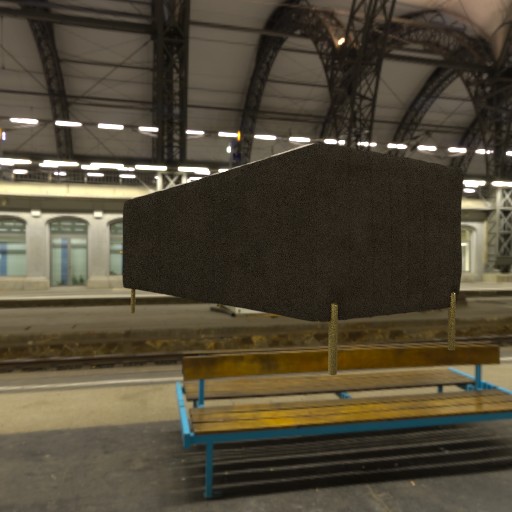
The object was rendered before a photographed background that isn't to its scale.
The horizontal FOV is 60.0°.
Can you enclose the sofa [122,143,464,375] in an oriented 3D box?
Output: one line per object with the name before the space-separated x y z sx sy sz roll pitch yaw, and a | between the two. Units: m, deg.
sofa | 0.000 0.000 2.445 0.876 0.780 1.980 0 0 -35
